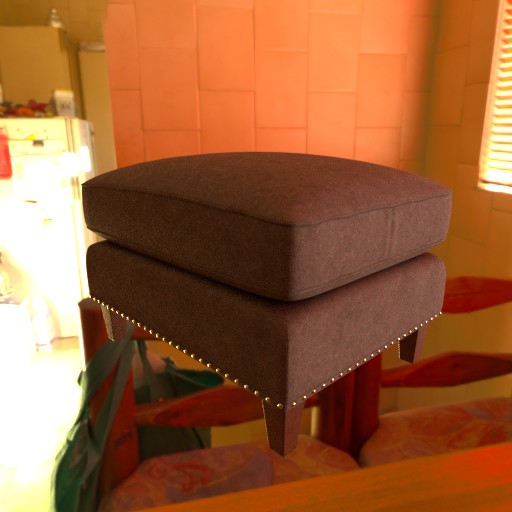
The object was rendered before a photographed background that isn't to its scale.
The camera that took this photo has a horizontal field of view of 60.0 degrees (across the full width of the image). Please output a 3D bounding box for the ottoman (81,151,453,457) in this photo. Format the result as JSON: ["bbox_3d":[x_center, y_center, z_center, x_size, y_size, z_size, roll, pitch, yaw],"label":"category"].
[{"bbox_3d":[0.000,0.000,1.125,0.584,0.513,0.741,-15,21,-42],"label":"ottoman"}]
